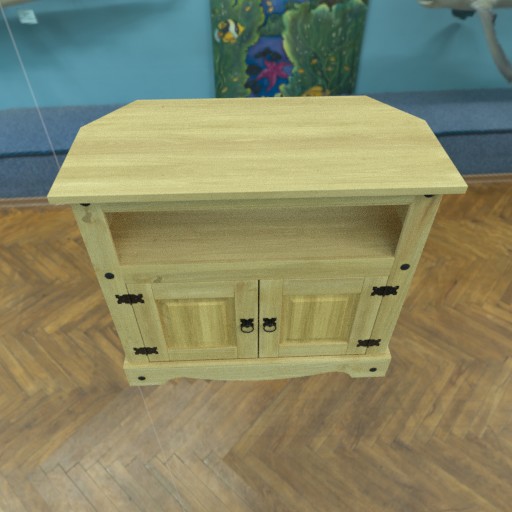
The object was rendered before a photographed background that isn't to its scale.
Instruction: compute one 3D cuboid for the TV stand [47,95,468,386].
[{"bbox_3d":[0.000,0.000,1.319,0.851,0.781,0.425,-2,44,-2],"label":"TV stand"}]
